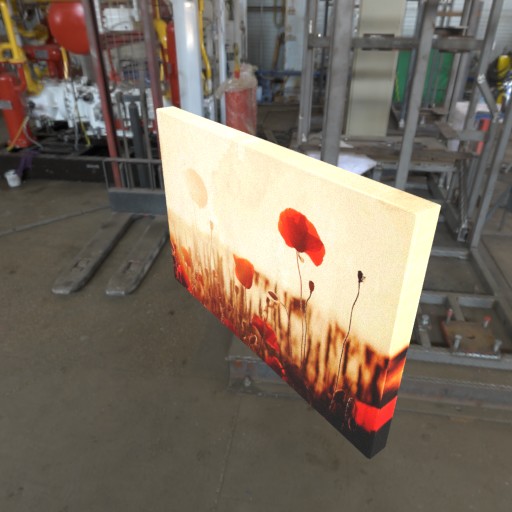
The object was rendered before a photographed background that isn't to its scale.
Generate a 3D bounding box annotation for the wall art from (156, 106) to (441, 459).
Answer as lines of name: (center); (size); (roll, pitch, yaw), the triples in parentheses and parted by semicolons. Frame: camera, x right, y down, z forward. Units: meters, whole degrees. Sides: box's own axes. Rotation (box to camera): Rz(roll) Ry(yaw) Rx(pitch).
wall art: (0.000, 0.000, 0.778); (0.040, 0.402, 0.613); (-21, 36, -31)
